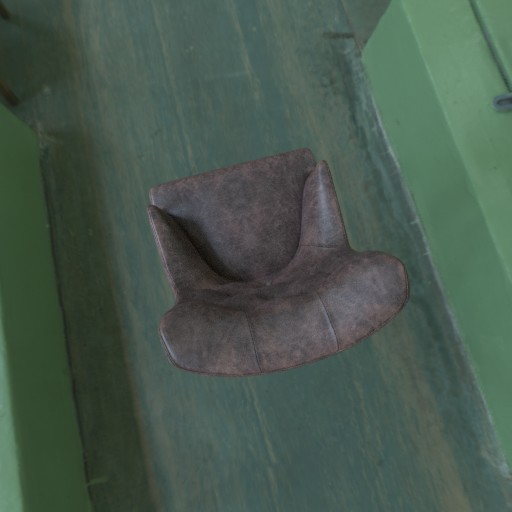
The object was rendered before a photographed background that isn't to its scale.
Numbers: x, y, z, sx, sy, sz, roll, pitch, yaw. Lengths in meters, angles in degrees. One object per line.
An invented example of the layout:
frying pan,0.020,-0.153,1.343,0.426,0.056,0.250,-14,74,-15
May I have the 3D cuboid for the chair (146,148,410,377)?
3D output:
chair,0.000,0.000,1.522,0.641,1.035,0.762,-15,77,-4
